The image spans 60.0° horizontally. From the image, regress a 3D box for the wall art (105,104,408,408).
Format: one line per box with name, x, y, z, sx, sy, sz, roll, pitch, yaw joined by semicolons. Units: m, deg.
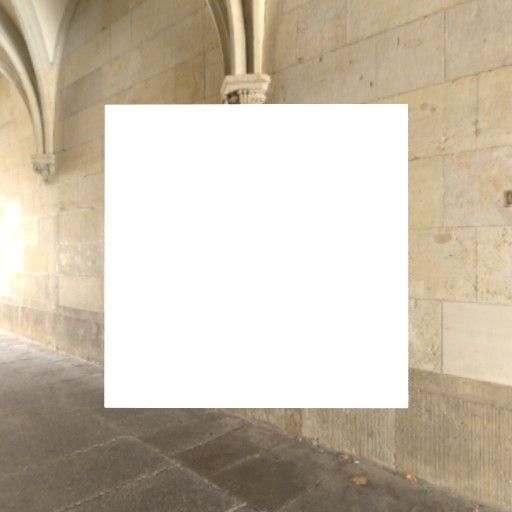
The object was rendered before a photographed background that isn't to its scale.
wall art;0.000;0.000;1.134;0.762;0.762;0.040;0;0;0
